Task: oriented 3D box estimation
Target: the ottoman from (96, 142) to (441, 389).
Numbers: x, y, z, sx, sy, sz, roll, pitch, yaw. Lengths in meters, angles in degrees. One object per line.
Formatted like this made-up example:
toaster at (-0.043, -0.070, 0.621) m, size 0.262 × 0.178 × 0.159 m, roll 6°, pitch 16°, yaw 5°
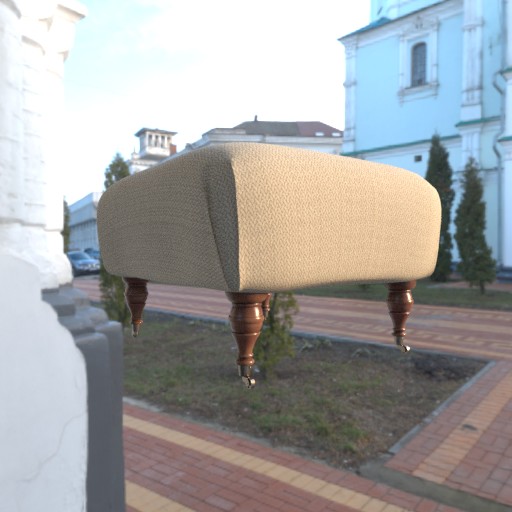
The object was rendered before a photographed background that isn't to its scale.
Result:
ottoman at (0.000, 0.000, 1.101) m, size 0.622 × 0.447 × 0.684 m, roll -1°, pitch 1°, yaw -36°
